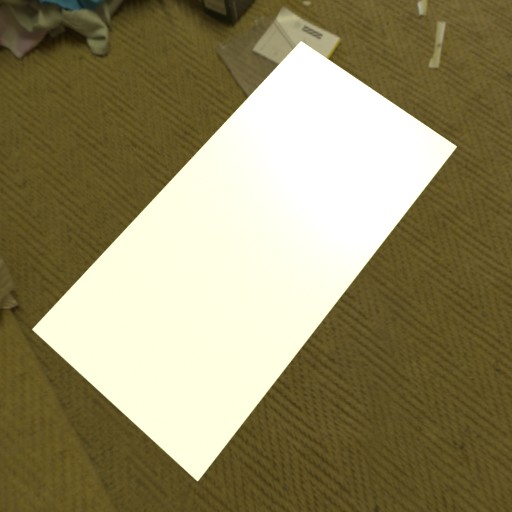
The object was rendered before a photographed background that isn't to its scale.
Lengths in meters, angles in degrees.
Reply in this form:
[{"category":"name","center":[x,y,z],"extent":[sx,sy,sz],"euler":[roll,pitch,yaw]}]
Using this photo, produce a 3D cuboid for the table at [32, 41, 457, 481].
[{"category":"table","center":[0.000,0.000,2.300],"extent":[0.900,0.790,1.800],"euler":[38,79,9]}]
